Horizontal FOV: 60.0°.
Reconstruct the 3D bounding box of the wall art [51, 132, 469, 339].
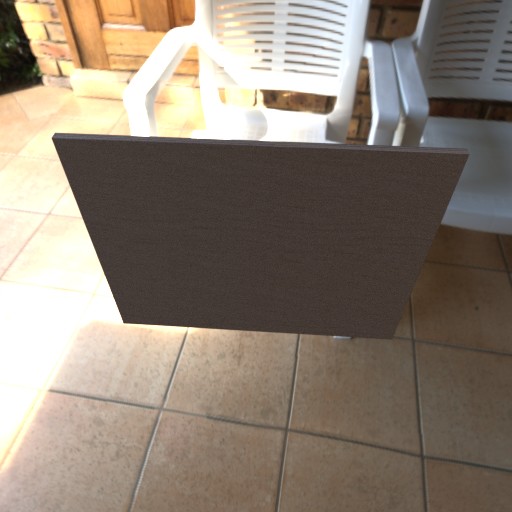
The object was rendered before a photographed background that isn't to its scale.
[{"bbox_3d":[0.000,0.000,0.690,0.508,0.406,0.013,3,47,3],"label":"wall art"}]
